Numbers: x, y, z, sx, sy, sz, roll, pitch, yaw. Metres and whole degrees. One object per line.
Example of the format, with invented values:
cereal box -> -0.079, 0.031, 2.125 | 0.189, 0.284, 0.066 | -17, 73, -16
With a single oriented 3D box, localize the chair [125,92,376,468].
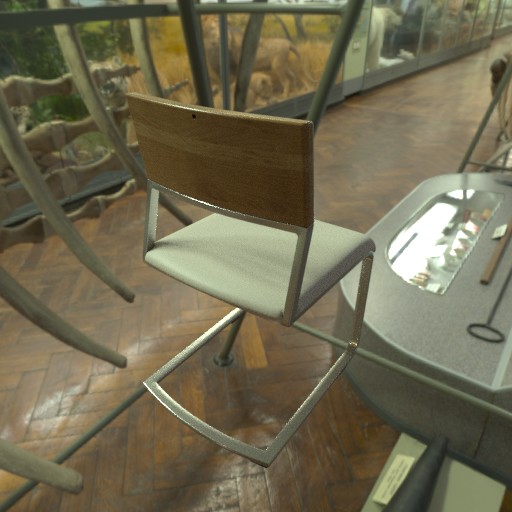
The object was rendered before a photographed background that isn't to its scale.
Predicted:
chair -> 0.000, 0.000, 1.199 | 0.467, 0.844, 0.585 | 20, 36, 30
